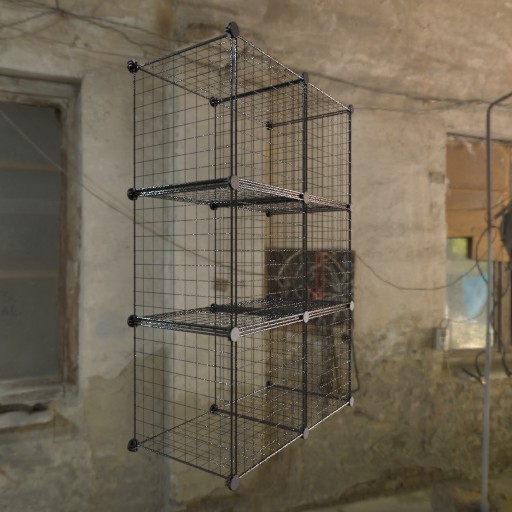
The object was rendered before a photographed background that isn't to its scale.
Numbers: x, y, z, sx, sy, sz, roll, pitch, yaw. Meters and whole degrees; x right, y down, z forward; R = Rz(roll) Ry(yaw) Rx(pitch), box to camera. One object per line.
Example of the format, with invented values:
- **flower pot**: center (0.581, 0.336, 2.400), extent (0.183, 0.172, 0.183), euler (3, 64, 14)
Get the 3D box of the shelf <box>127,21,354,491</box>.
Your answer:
- **shelf**: center (0.000, 0.000, 1.389), extent (0.356, 1.067, 0.711), euler (0, 0, 35)
